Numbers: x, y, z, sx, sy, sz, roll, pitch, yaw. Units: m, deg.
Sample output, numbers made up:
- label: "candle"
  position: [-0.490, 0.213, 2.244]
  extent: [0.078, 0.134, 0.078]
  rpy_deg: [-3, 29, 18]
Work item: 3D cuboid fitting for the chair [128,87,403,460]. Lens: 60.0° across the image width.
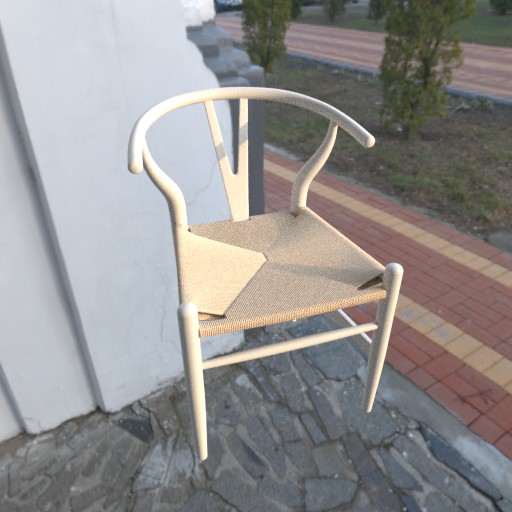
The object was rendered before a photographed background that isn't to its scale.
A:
- label: "chair"
  position: [0.000, 0.000, 1.152]
  extent: [0.569, 0.730, 0.579]
  rpy_deg: [-10, 33, -15]
